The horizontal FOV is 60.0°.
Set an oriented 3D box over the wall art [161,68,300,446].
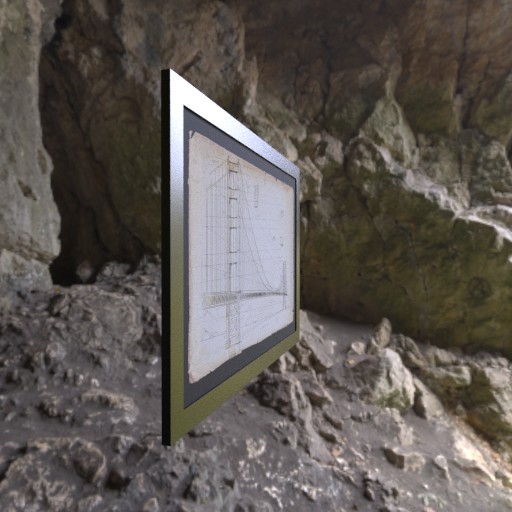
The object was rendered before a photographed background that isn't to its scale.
[{"bbox_3d":[0.000,0.000,0.838,0.013,0.447,0.660,0,0,19],"label":"wall art"}]
